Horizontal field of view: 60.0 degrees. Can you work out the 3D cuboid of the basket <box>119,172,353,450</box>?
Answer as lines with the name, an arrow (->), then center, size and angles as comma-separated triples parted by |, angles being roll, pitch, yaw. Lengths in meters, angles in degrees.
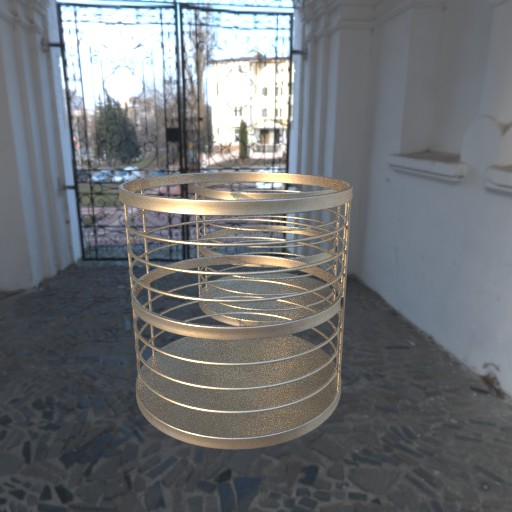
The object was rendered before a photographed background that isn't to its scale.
basket -> 0.000, 0.000, 0.927 | 0.356, 0.351, 0.746 | 2, 16, 8
